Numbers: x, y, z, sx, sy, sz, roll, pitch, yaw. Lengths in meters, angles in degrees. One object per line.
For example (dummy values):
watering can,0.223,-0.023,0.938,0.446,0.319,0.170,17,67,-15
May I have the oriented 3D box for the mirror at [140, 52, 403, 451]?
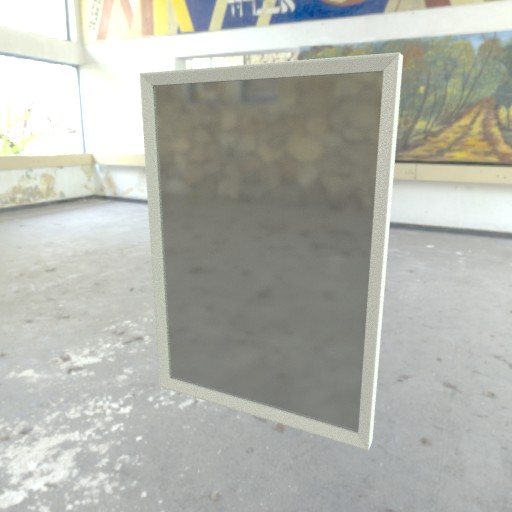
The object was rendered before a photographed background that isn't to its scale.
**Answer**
mirror,0.000,0.000,0.891,0.507,0.710,0.039,8,17,26
